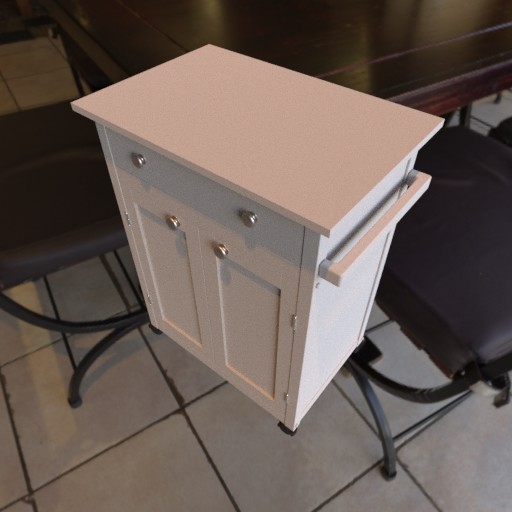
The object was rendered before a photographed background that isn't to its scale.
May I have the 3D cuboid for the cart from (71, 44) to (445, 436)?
[{"bbox_3d":[0.000,0.000,1.243,0.683,0.864,0.442,30,52,26],"label":"cart"}]
